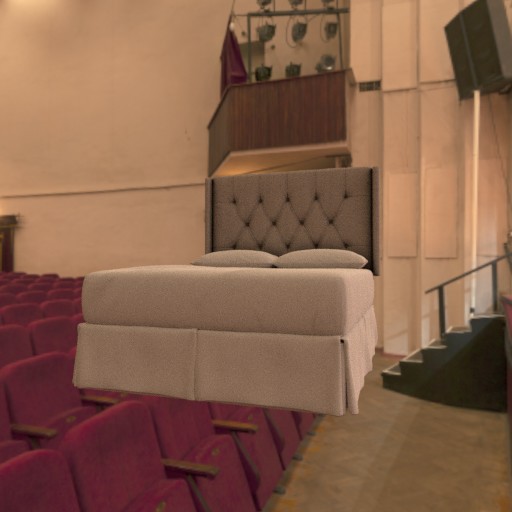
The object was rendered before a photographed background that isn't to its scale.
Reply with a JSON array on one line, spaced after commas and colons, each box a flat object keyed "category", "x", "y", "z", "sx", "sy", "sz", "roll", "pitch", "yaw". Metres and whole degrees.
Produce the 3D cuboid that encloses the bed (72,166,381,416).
[{"category": "bed", "x": 0.000, "y": 0.000, "z": 3.368, "sx": 1.719, "sy": 1.665, "sz": 2.066, "roll": 0, "pitch": -1, "yaw": 19}]
